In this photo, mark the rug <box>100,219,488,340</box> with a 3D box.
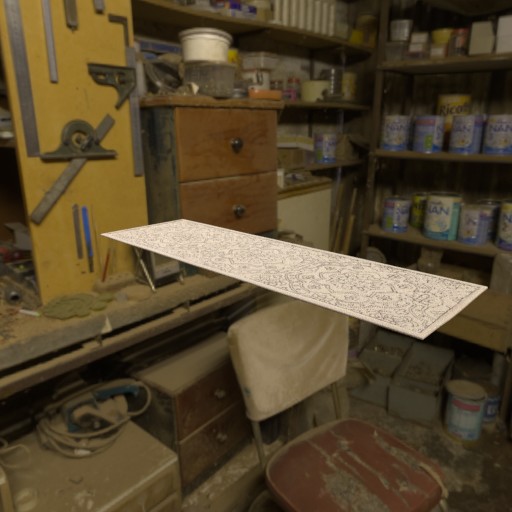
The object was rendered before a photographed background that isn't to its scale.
[{"bbox_3d":[0.000,0.000,2.729,2.448,0.012,0.769,15,22,41],"label":"rug"}]
